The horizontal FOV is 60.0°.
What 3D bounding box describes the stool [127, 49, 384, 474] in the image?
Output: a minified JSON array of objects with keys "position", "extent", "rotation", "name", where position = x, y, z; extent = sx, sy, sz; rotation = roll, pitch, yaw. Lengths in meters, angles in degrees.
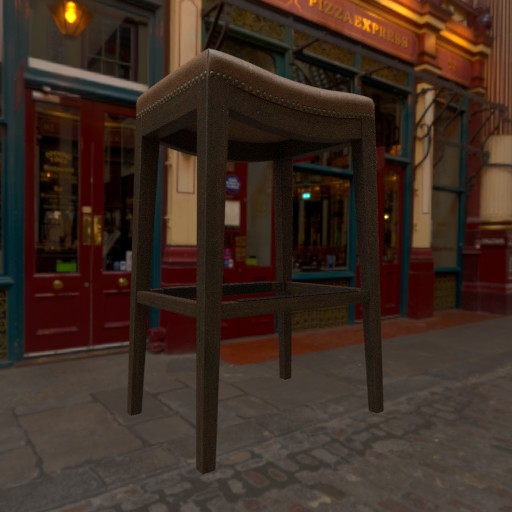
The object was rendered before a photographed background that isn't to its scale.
[{"position":[0.000,0.000,1.056],"extent":[0.500,0.759,0.361],"rotation":[-1,1,-37],"name":"stool"}]
